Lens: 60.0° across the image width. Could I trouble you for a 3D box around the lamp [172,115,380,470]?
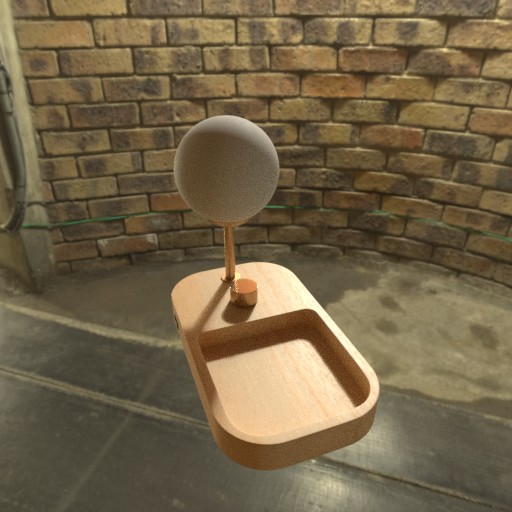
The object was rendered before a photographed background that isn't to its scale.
[{"bbox_3d":[0.000,0.000,0.481,0.173,0.253,0.331,-11,32,-18],"label":"lamp"}]
